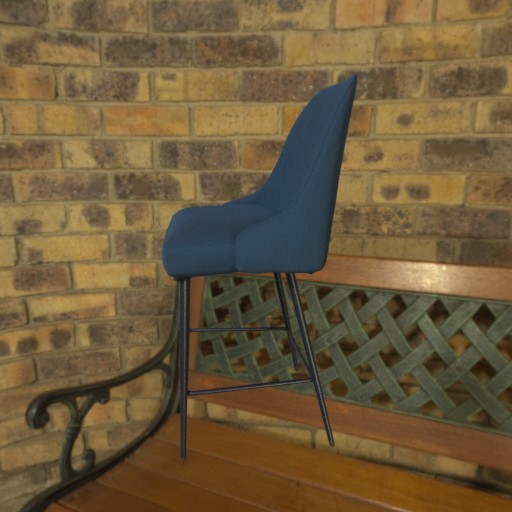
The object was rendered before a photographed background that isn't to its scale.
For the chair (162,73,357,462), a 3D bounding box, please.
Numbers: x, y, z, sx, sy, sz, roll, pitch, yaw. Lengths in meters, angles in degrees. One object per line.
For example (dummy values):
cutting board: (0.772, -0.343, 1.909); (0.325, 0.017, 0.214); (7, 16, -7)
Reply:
chair: (0.000, 0.000, 1.230); (0.489, 0.927, 0.526); (-2, 13, -7)
